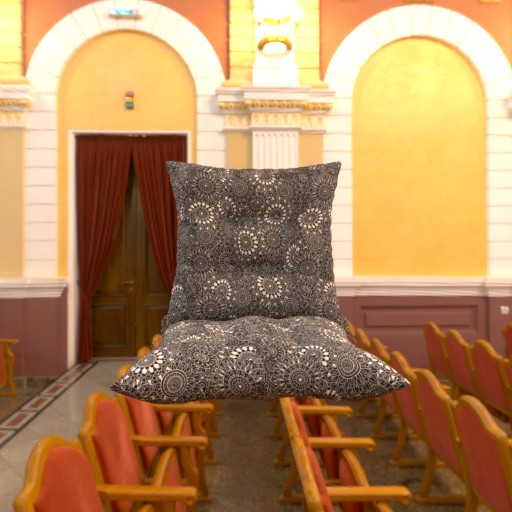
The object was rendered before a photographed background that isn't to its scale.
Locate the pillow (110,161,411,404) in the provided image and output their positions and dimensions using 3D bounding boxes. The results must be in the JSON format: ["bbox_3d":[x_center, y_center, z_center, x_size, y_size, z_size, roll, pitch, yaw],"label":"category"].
[{"bbox_3d":[0.000,0.000,1.023,0.541,0.536,0.585,0,1,-1],"label":"pillow"}]
